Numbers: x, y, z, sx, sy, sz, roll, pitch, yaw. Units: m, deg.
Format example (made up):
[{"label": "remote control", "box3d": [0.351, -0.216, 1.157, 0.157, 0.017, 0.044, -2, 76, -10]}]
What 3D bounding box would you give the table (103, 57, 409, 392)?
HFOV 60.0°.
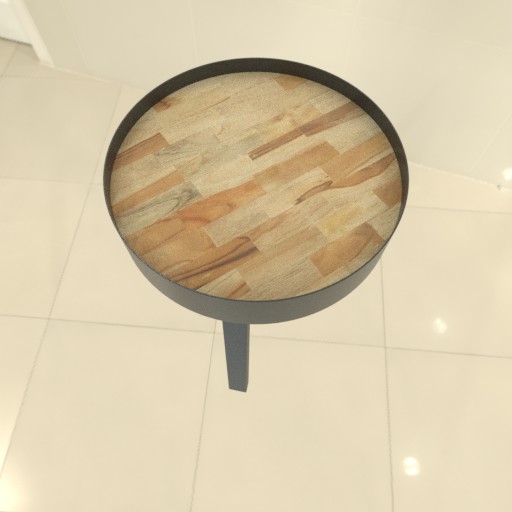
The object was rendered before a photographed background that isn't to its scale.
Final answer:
[{"label": "table", "box3d": [0.000, 0.000, 0.844, 0.406, 0.559, 0.406, 0, 63, 0]}]
